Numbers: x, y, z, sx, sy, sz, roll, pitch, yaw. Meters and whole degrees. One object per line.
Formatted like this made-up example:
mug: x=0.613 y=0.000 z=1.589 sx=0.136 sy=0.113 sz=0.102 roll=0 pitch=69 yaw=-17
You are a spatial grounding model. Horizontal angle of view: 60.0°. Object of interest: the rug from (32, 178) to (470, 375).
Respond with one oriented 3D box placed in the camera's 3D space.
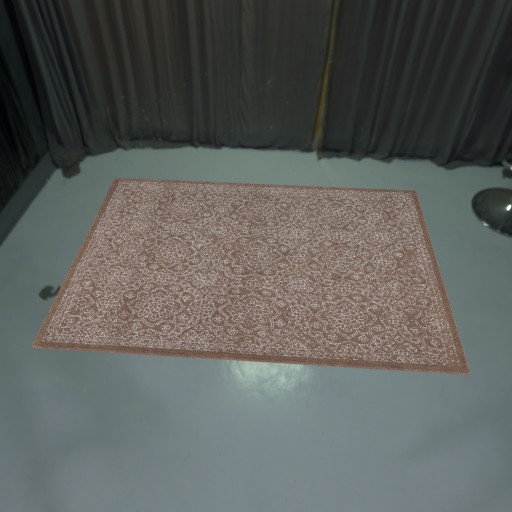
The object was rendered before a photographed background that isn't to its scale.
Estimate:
rug: x=0.000 y=0.000 z=2.827 sx=2.286 sy=0.011 sz=1.524 roll=3 pitch=46 yaw=3
